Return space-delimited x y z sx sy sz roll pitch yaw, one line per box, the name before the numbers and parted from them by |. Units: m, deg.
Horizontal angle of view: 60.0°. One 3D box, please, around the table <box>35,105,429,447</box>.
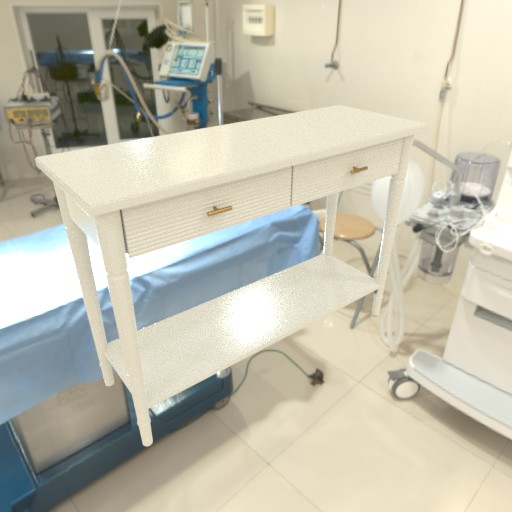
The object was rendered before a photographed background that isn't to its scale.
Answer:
table | 0.000 0.000 1.413 1.067 0.749 0.381 -21 36 -32
